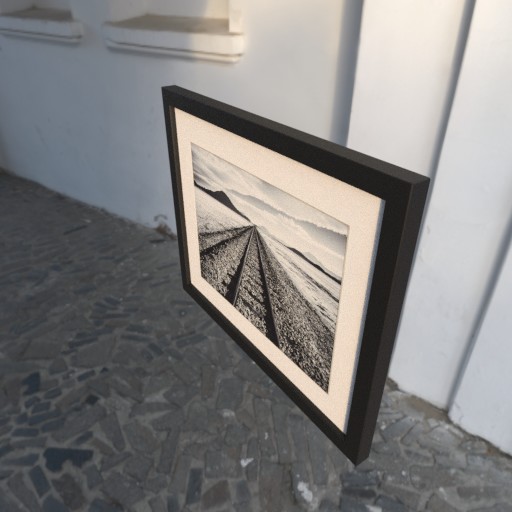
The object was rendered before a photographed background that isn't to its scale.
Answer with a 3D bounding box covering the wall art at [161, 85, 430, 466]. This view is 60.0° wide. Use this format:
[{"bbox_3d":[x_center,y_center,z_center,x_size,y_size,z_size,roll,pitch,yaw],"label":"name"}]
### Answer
[{"bbox_3d":[0.000,0.000,0.747,0.029,0.458,0.559,-21,38,-30],"label":"wall art"}]
